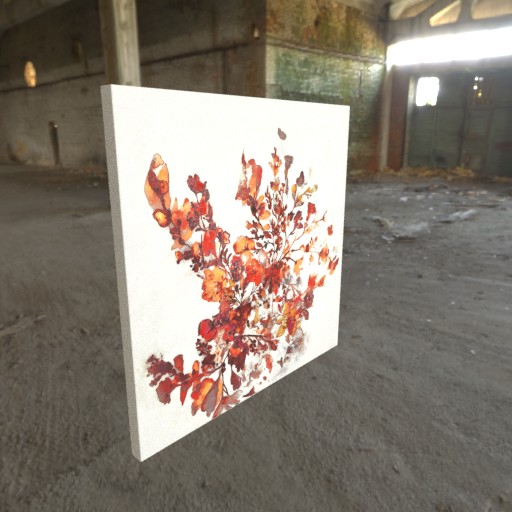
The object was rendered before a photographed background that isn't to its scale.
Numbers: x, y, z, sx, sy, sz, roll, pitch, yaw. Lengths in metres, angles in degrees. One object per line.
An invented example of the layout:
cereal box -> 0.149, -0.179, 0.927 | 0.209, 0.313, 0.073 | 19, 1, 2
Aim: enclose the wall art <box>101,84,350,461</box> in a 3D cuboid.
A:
wall art -> 0.000, 0.000, 1.125 | 0.037, 0.757, 0.757 | 14, 20, 41
